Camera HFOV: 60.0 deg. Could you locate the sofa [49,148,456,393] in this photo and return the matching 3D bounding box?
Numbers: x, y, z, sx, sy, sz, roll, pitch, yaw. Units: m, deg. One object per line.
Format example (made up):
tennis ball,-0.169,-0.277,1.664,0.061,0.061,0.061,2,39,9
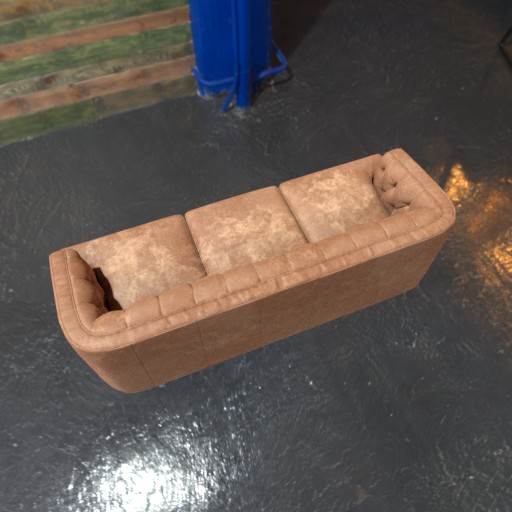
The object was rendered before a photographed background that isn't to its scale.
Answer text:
sofa,0.000,0.000,2.708,2.257,0.791,0.922,-18,59,-11
